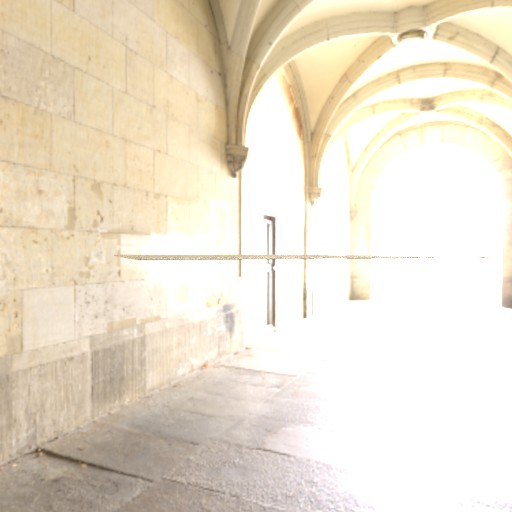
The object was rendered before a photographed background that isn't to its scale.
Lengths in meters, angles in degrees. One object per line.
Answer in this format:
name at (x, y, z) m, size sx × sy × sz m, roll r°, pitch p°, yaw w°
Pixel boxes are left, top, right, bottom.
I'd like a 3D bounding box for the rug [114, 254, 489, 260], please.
rug at (0.000, 0.000, 4.175) m, size 2.447 × 0.014 × 3.061 m, roll 0°, pitch 1°, yaw -20°
